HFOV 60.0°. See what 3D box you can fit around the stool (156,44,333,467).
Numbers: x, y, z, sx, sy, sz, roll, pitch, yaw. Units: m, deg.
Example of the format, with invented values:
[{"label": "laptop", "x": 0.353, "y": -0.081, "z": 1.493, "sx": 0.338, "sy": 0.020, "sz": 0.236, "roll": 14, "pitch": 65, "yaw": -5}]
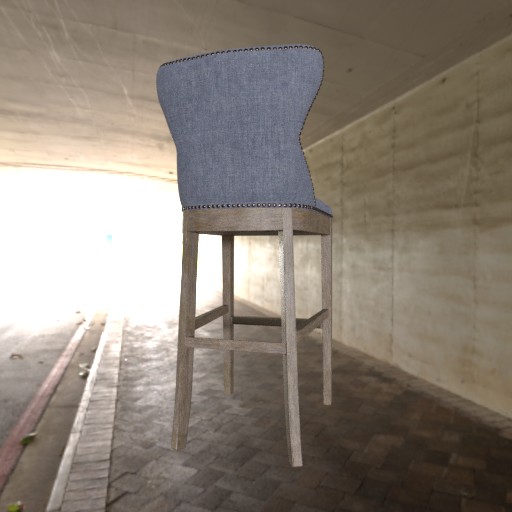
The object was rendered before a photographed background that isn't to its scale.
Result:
[{"label": "stool", "x": 0.000, "y": 0.000, "z": 1.442, "sx": 0.494, "sy": 1.123, "sz": 0.606, "roll": 0, "pitch": 1, "yaw": 17}]
